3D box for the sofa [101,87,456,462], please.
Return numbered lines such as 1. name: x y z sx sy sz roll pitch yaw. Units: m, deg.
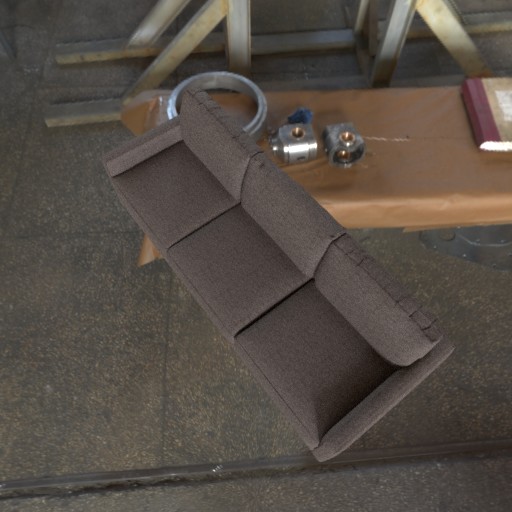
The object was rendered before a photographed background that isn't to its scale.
1. sofa: 0.000 0.000 2.695 0.876 0.882 2.253 -34 67 -17
